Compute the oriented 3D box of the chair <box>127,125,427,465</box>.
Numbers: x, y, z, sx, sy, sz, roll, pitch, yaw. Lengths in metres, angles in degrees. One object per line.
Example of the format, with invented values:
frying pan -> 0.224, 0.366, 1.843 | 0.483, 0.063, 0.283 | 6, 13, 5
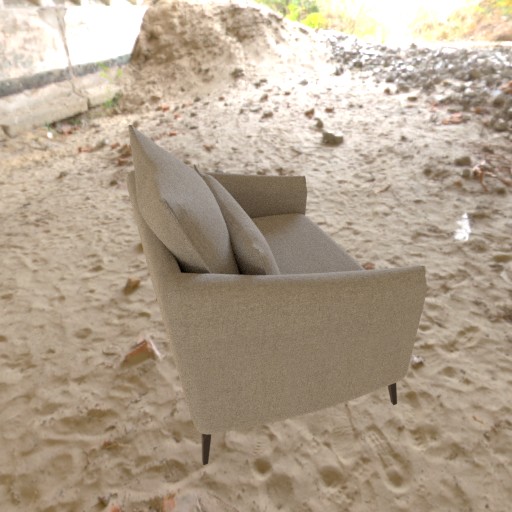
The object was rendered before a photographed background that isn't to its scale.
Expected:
chair -> 0.000, 0.000, 1.647 | 0.801, 0.856, 1.029 | -10, 31, -17
